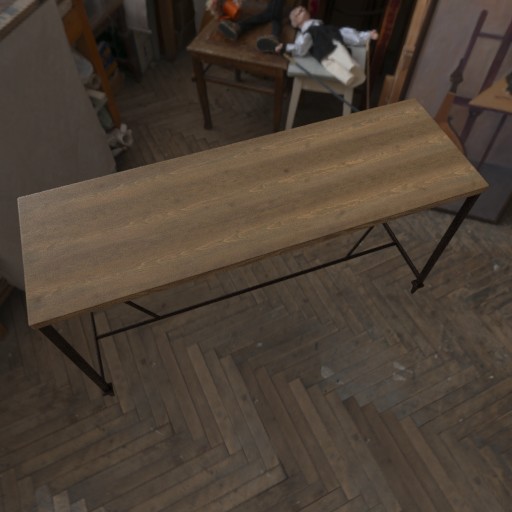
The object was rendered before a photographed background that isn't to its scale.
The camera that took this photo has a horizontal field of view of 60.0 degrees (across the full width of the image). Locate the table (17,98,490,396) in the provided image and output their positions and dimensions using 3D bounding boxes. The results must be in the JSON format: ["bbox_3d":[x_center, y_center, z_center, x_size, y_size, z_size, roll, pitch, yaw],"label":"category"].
[{"bbox_3d":[0.000,0.000,2.047,1.700,0.902,0.551,-17,59,-10],"label":"table"}]
